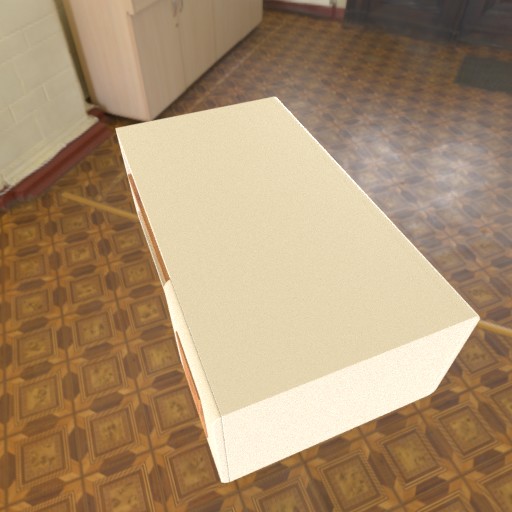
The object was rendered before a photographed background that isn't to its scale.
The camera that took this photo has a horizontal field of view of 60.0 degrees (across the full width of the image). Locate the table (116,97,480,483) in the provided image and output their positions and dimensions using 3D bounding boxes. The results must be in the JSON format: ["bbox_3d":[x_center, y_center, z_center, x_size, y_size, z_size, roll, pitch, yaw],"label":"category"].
[{"bbox_3d":[0.000,0.000,1.407,0.639,0.442,1.097,-17,49,-15],"label":"table"}]
